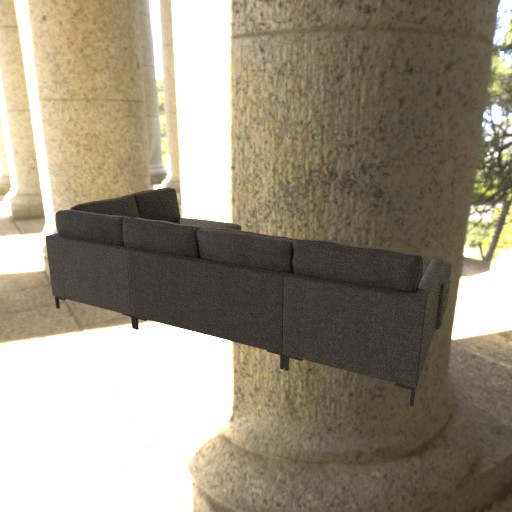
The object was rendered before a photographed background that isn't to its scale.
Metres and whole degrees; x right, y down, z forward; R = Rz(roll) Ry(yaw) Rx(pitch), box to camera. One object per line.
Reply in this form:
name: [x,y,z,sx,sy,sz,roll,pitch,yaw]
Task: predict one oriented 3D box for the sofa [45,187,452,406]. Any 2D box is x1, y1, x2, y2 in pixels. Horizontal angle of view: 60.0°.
sofa: [0.000,0.000,4.270,3.423,0.999,2.048,8,18,27]
